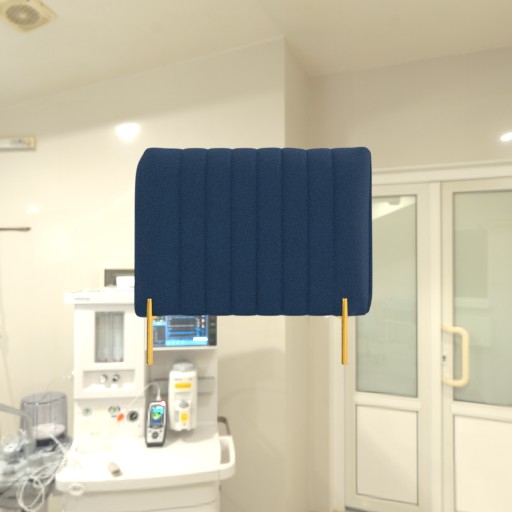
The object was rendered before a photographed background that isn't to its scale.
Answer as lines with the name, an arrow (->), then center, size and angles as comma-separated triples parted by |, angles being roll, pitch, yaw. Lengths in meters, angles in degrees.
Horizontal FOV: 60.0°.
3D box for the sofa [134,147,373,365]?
sofa -> 0.000, 0.000, 2.612 | 0.896, 0.793, 2.136 | 0, -1, 0
